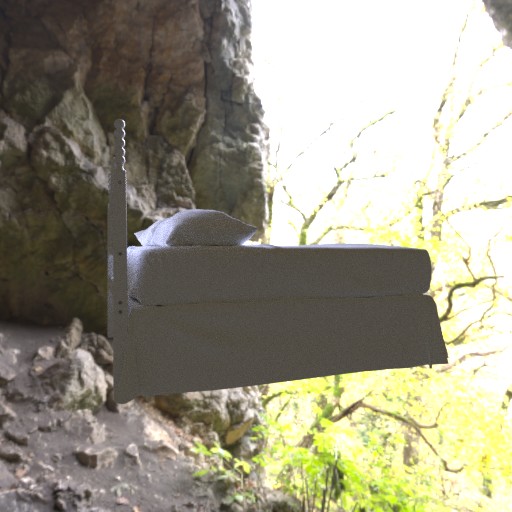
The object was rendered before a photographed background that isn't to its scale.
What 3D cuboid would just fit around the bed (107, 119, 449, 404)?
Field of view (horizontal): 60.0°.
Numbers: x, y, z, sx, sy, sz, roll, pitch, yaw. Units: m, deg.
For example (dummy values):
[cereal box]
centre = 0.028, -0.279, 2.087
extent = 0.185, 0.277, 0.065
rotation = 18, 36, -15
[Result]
[bed]
centre = 0.000, 0.000, 3.239
extent = 2.040, 1.356, 1.873
rotation = 0, 1, -19
